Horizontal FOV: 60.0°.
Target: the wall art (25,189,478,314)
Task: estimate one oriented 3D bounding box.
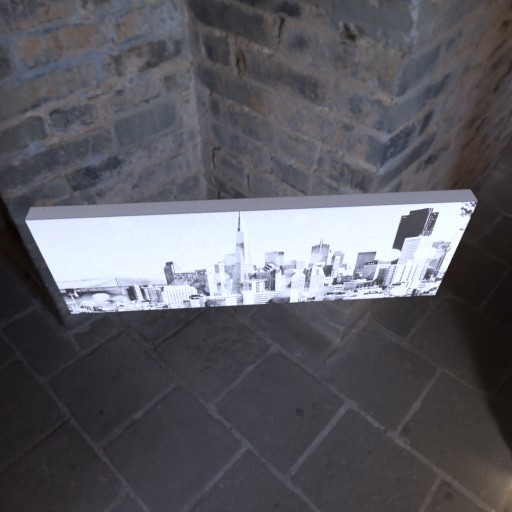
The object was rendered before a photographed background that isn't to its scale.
[{"bbox_3d":[0.000,0.000,0.852,0.766,0.256,0.036,-3,46,-3],"label":"wall art"}]
